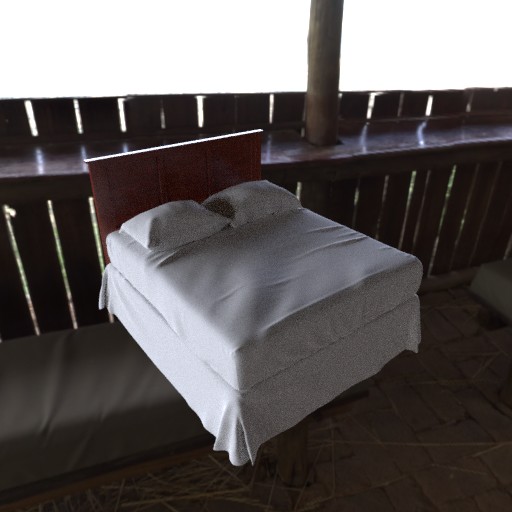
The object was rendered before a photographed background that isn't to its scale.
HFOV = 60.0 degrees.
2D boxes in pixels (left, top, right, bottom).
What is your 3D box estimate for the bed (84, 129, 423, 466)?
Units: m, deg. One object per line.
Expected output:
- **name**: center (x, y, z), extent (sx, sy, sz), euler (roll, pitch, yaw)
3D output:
- **bed**: center (0.000, 0.000, 3.292), extent (1.870, 1.270, 2.050), euler (-20, 34, -32)
